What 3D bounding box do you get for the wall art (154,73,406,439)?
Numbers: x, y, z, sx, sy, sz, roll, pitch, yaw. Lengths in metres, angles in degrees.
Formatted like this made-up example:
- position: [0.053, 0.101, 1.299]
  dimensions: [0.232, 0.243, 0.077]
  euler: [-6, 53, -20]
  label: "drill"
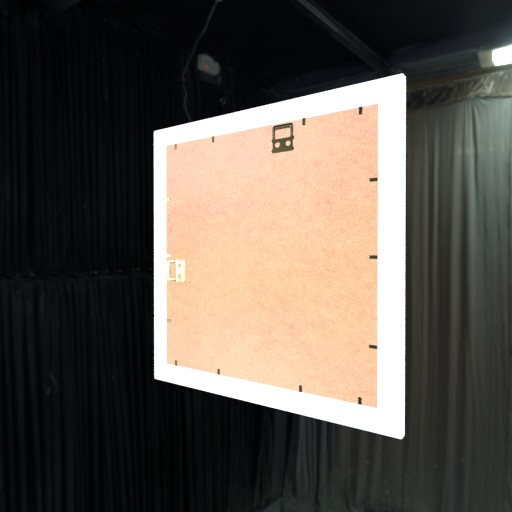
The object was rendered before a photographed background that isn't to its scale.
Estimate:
- position: [0.000, 0.000, 0.881]
  dimensions: [0.584, 0.584, 0.013]
  euler: [0, 1, 36]
  label: "wall art"
